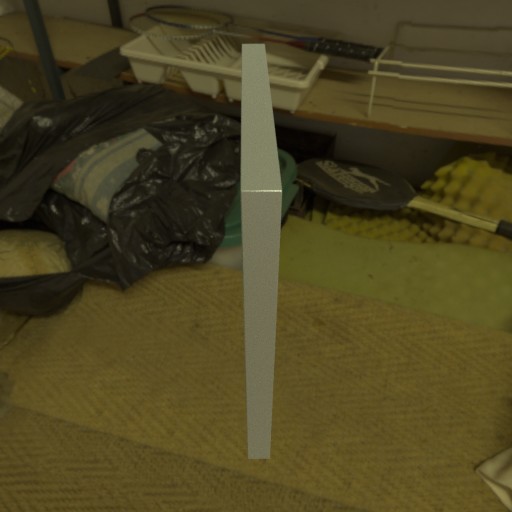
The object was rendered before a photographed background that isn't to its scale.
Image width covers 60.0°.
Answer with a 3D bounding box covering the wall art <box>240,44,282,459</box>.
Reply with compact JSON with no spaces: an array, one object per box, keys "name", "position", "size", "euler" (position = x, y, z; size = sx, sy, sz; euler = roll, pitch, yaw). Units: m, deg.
[{"name":"wall art","position":[0.000,0.000,0.758],"size":[0.039,0.553,0.445],"euler":[-1,42,-1]}]
